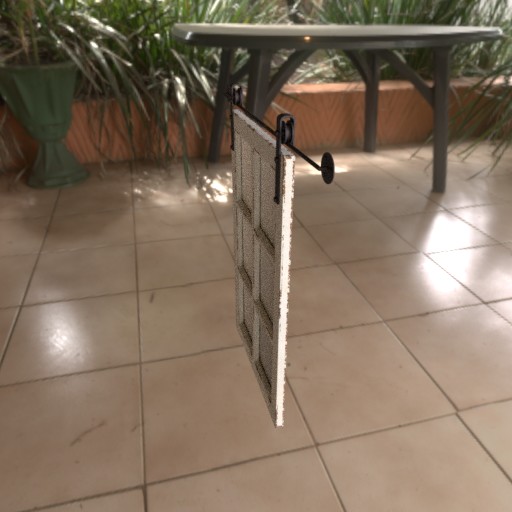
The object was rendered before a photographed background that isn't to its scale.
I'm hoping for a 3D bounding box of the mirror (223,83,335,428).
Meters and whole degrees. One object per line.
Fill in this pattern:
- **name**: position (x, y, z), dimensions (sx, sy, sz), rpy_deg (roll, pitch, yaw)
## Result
- **mirror**: position (0.000, 0.000, 1.227), dimensions (0.037, 0.844, 0.808), rpy_deg (-8, 30, -14)
